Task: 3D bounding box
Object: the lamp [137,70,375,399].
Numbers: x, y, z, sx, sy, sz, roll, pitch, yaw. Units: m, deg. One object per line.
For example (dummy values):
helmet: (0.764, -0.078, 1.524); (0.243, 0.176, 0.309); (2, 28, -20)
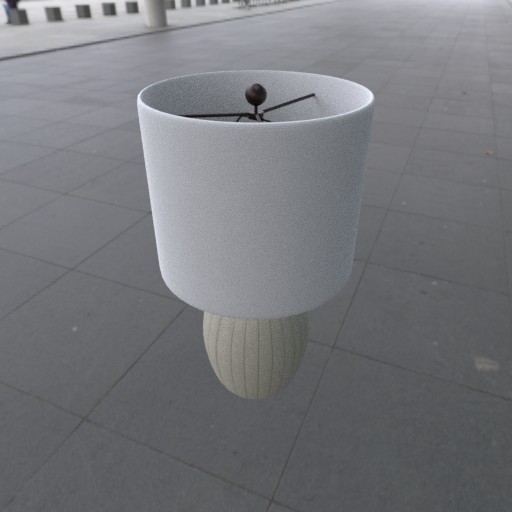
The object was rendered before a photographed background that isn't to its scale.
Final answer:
lamp: (0.000, 0.000, 0.770); (0.329, 0.570, 0.329); (23, 39, 32)
